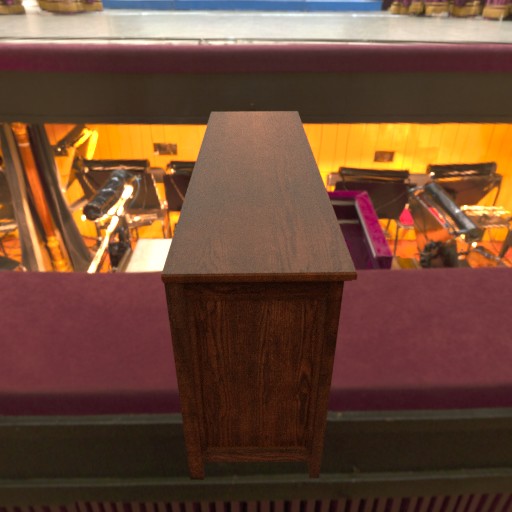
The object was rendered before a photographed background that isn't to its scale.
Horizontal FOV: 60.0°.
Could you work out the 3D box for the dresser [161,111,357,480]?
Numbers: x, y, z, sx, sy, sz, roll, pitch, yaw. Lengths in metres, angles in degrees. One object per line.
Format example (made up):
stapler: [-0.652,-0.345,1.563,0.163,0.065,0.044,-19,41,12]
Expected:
dresser: [0.000,0.000,1.921,0.463,0.856,1.551,0,32,-1]
